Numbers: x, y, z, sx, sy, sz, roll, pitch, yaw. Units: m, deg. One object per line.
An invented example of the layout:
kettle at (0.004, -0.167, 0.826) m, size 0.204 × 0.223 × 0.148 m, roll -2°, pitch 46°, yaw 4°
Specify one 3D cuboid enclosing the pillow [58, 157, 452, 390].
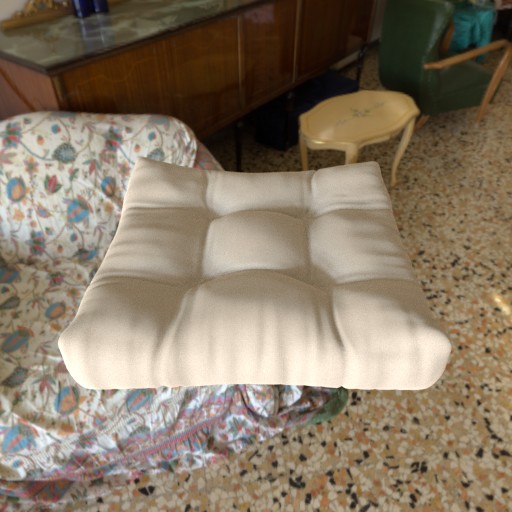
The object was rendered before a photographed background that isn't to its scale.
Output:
pillow at (0.000, 0.000, 0.727) m, size 0.490 × 0.128 × 0.468 m, roll 0°, pitch 42°, yaw 0°
